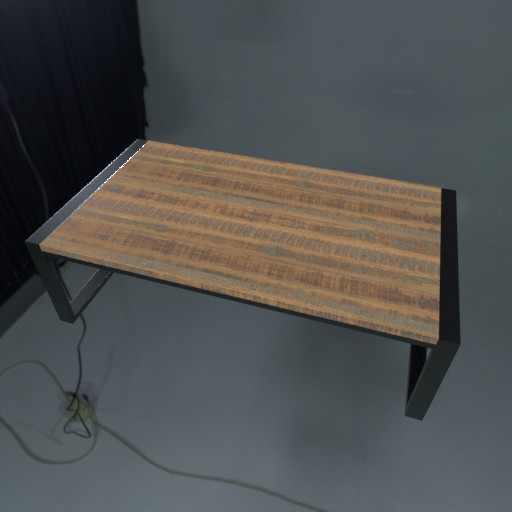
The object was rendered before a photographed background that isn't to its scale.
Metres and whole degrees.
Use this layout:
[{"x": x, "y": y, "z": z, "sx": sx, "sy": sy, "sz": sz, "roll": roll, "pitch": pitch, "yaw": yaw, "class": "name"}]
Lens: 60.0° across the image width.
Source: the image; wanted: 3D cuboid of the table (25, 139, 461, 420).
[{"x": 0.000, "y": 0.000, "z": 1.695, "sx": 1.350, "sy": 0.400, "sz": 0.750, "roll": 12, "pitch": 43, "yaw": 13, "class": "table"}]
